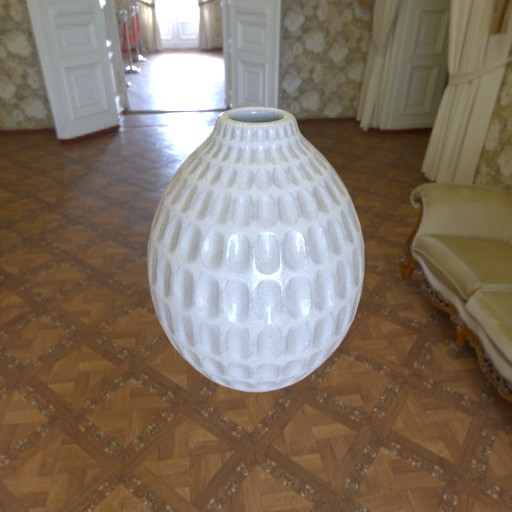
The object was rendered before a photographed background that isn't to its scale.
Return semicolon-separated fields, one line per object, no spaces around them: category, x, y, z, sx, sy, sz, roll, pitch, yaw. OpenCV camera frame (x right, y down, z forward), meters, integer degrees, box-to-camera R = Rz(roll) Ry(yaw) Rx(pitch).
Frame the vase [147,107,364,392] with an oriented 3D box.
vase;0.000;0.000;0.266;0.128;0.167;0.128;0;32;0
